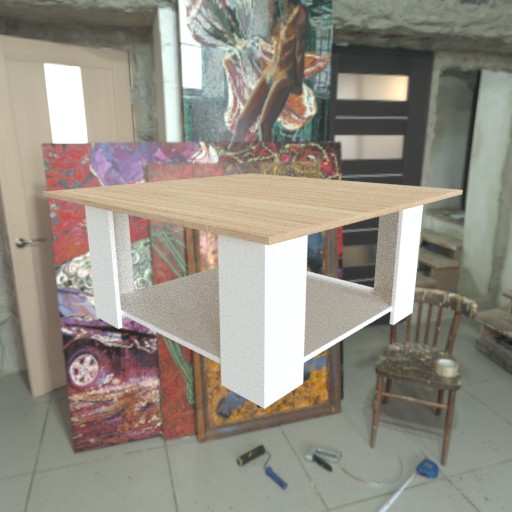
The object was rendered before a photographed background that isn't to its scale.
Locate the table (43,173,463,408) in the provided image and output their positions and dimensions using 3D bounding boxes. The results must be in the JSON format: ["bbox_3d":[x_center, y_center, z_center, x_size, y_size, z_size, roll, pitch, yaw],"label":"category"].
[{"bbox_3d":[0.000,0.000,1.039,0.670,0.305,0.670,14,20,41],"label":"table"}]
